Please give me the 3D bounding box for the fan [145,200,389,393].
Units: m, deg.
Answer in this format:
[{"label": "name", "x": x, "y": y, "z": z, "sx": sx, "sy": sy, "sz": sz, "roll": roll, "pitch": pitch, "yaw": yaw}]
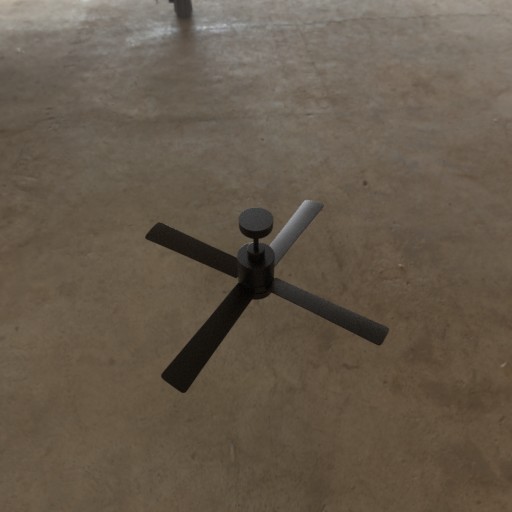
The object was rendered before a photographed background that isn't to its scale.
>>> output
[{"label": "fan", "x": 0.000, "y": 0.000, "z": 2.368, "sx": 1.525, "sy": 0.534, "sz": 1.525, "roll": 24, "pitch": 52, "yaw": 21}]
